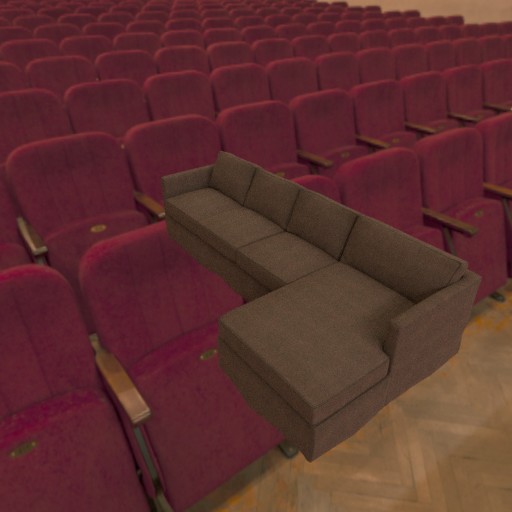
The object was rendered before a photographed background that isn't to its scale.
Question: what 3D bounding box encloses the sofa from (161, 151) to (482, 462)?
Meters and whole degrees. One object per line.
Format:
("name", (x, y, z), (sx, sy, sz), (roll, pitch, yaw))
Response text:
("sofa", (0.000, 0.000, 3.921), (1.650, 0.922, 3.205), (-21, 37, -31))
